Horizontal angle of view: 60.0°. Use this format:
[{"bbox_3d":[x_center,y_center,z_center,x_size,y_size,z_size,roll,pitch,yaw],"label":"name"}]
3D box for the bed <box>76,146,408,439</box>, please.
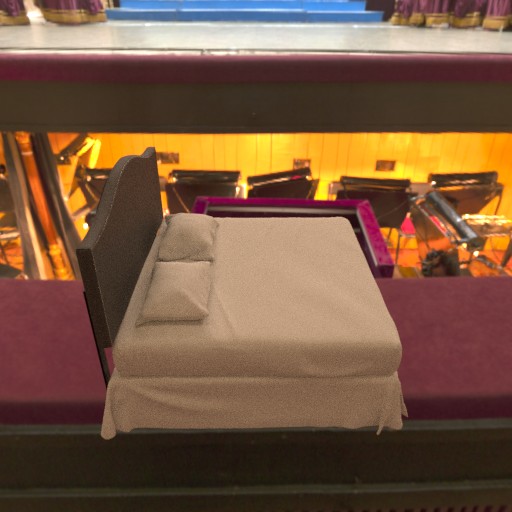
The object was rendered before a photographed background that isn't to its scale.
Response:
[{"bbox_3d":[0.000,0.000,3.705,2.219,1.651,2.314,0,31,0],"label":"bed"}]
